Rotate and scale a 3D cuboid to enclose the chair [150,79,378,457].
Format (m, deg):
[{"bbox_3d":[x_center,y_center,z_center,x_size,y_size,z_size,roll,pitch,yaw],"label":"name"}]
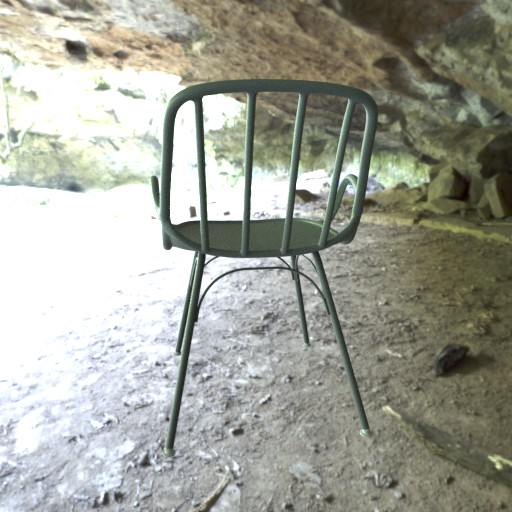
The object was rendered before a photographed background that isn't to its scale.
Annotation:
[{"bbox_3d":[0.000,0.000,1.199,0.549,0.816,0.597,-2,14,-9],"label":"chair"}]
